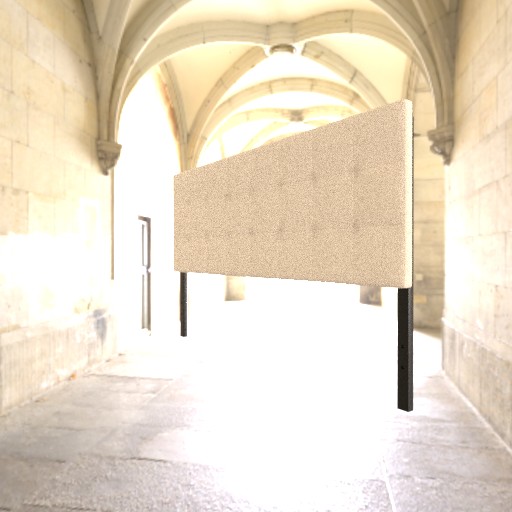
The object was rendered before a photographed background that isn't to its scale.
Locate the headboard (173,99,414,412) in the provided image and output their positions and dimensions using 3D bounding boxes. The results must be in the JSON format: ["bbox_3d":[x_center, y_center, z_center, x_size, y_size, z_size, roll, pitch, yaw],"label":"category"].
[{"bbox_3d":[0.000,0.000,2.931,0.120,1.410,2.362,0,0,-36],"label":"headboard"}]
